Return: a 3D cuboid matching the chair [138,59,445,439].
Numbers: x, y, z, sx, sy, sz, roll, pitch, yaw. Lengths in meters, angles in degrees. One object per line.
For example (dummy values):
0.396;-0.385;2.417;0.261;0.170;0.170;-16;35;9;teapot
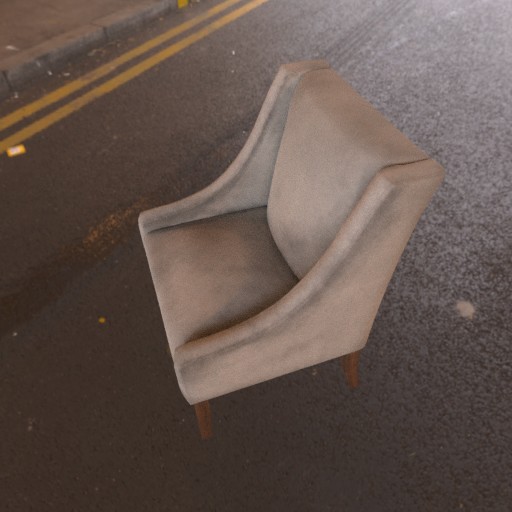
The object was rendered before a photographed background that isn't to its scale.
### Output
0.000;0.000;1.346;0.629;0.895;0.629;-14;48;-13;chair
